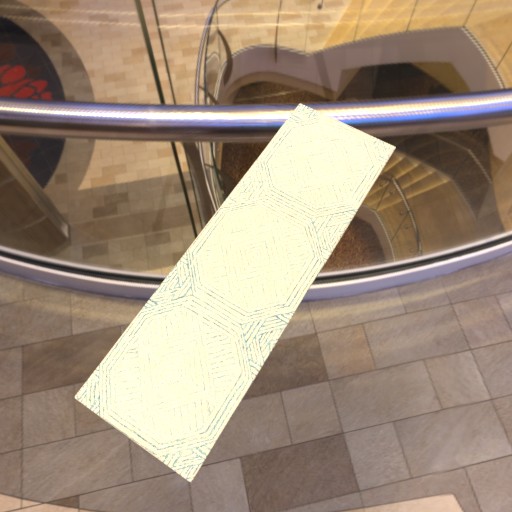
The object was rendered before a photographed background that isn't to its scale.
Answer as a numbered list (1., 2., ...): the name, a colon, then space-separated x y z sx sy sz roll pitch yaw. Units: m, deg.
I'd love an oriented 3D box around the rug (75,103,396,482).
1. rug: 0.000 0.000 2.729 0.775 0.012 2.452 29 68 13
